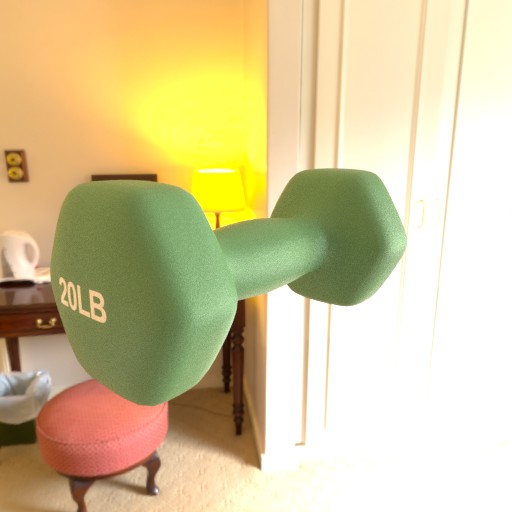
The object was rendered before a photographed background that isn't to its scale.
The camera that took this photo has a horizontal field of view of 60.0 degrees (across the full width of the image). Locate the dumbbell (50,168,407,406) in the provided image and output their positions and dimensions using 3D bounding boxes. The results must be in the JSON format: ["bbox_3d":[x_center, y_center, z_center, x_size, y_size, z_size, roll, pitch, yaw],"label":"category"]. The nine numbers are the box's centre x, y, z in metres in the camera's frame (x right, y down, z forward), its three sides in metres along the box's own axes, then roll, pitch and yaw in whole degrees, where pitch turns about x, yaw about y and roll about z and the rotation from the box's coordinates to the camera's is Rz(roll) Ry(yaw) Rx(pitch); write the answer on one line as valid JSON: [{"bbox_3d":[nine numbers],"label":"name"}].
[{"bbox_3d":[0.000,0.000,0.310,0.126,0.114,0.257,12,18,41],"label":"dumbbell"}]
